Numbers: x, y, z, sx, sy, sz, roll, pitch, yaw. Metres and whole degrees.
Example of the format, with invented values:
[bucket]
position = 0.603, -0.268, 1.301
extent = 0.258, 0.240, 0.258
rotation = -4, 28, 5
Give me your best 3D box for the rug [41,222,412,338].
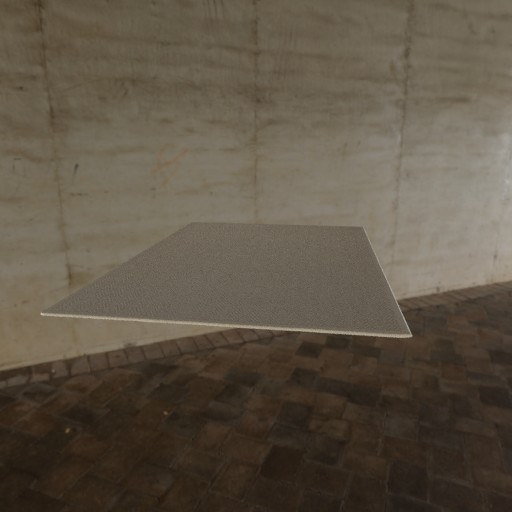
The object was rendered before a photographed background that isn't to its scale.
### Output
[rug]
position = 0.000, 0.000, 2.850
extent = 1.532, 0.017, 2.244
rotation = 2, 15, 8
